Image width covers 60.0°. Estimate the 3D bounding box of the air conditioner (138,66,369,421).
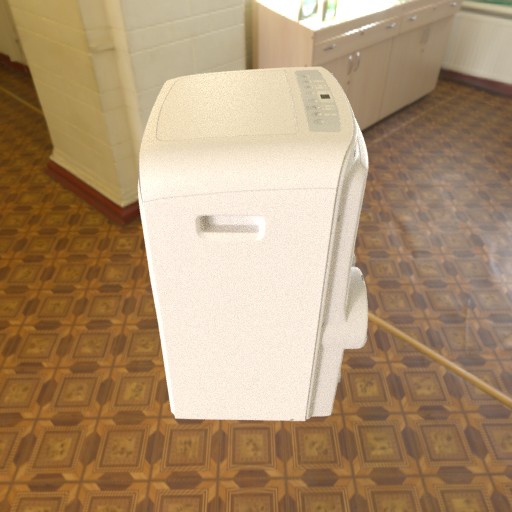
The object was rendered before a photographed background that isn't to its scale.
[{"bbox_3d":[0.000,0.000,1.058,0.467,0.765,0.478,-1,40,-1],"label":"air conditioner"}]
